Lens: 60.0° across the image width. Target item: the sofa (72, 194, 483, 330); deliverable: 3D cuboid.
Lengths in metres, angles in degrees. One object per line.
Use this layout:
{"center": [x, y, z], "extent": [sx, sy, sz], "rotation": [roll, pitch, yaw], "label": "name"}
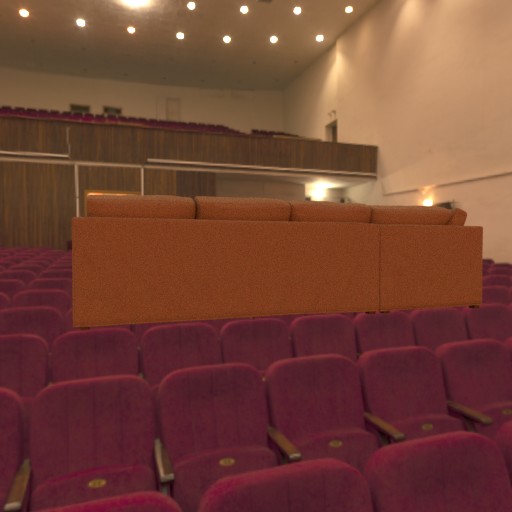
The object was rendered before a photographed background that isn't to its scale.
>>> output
{"center": [0.000, 0.000, 4.293], "extent": [3.182, 0.871, 2.432], "rotation": [0, 1, -19], "label": "sofa"}
